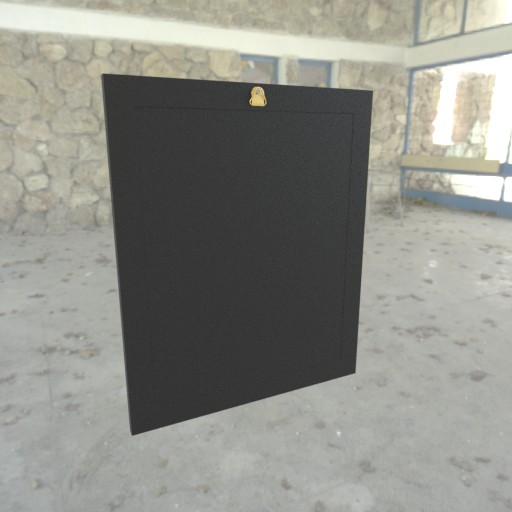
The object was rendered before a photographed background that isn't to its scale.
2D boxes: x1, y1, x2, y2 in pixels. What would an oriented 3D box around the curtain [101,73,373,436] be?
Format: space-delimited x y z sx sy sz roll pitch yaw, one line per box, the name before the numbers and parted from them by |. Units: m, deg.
curtain | 0.000 0.000 0.801 0.483 0.585 0.027 -7 16 -25
